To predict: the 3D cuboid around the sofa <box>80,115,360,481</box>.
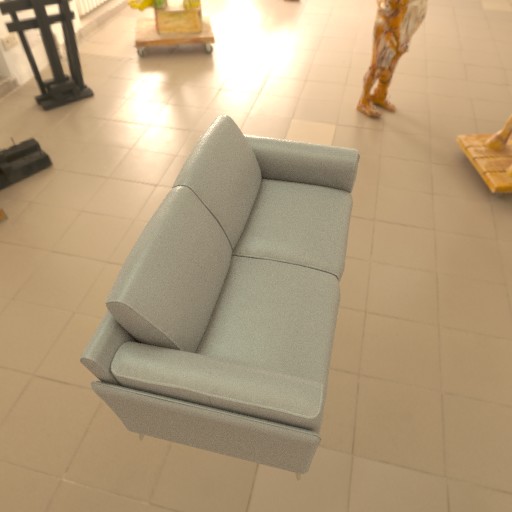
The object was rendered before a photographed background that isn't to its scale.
[{"bbox_3d":[0.000,0.000,2.623,1.049,0.930,2.101,10,47,9],"label":"sofa"}]
